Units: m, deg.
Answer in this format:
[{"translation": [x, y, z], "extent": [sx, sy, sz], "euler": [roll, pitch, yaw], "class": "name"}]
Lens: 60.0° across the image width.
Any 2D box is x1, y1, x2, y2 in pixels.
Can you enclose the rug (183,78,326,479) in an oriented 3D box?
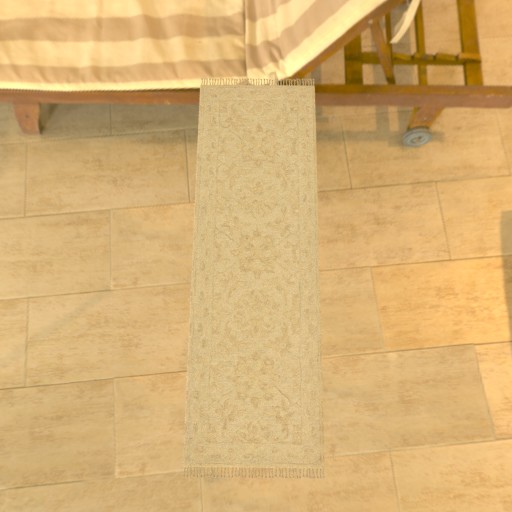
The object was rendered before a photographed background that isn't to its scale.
[{"translation": [0.000, 0.000, 2.775], "extent": [0.795, 0.015, 2.544], "euler": [1, 76, 0], "class": "rug"}]
